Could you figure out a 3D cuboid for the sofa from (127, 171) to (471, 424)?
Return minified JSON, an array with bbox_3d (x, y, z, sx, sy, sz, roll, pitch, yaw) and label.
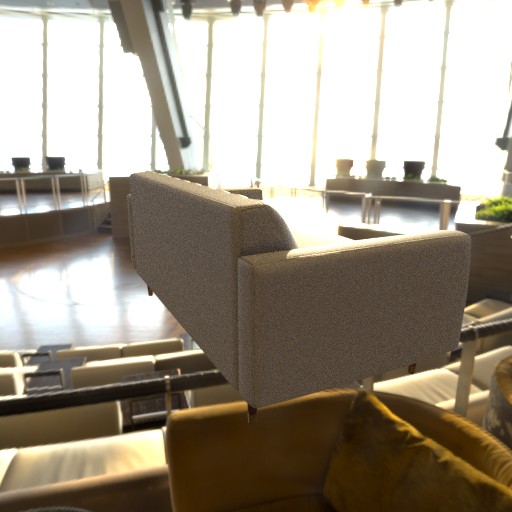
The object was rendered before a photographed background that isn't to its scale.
[{"bbox_3d":[0.000,0.000,2.356,0.969,0.814,1.895,-7,17,-26],"label":"sofa"}]
